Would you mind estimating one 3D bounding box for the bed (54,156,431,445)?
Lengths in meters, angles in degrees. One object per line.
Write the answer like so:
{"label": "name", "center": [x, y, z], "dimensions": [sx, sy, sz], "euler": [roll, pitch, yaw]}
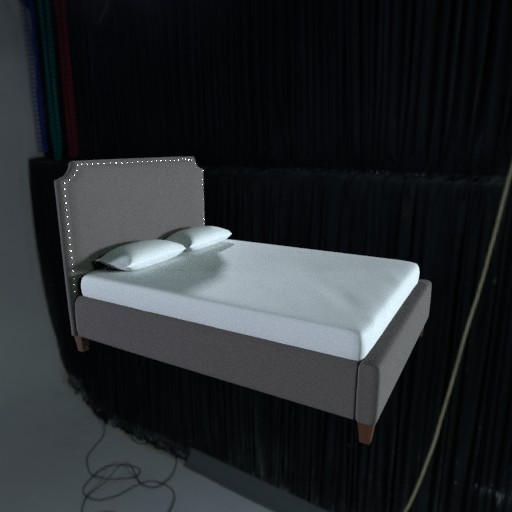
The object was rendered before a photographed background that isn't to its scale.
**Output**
{"label": "bed", "center": [0.000, 0.000, 3.422], "dimensions": [2.372, 1.443, 1.713], "euler": [8, 16, 28]}
